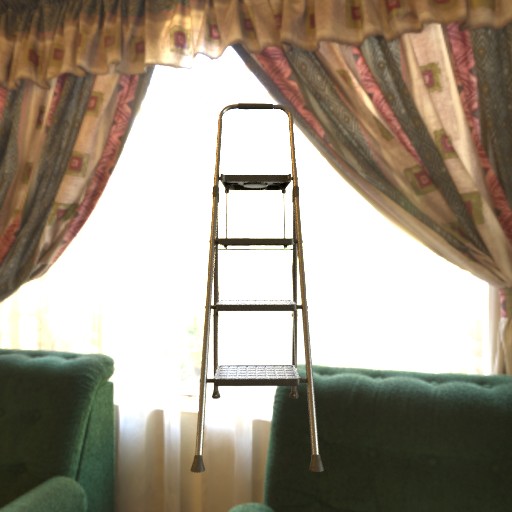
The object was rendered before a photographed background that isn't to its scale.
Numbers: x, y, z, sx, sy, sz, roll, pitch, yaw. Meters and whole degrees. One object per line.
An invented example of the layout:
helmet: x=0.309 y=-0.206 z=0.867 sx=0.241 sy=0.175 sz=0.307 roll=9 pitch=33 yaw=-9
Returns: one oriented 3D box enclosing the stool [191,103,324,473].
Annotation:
stool: x=0.000 y=0.000 z=1.671 sx=0.396 sy=1.277 sz=0.733 roll=0 pitch=0 yaw=-1
